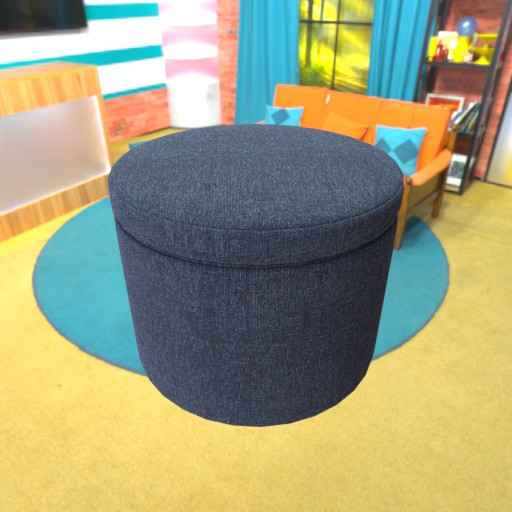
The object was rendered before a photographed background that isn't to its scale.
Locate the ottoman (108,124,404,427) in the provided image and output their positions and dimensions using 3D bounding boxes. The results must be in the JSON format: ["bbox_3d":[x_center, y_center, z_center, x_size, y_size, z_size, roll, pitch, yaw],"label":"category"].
[{"bbox_3d":[0.000,0.000,0.866,0.500,0.419,0.500,0,31,0],"label":"ottoman"}]
